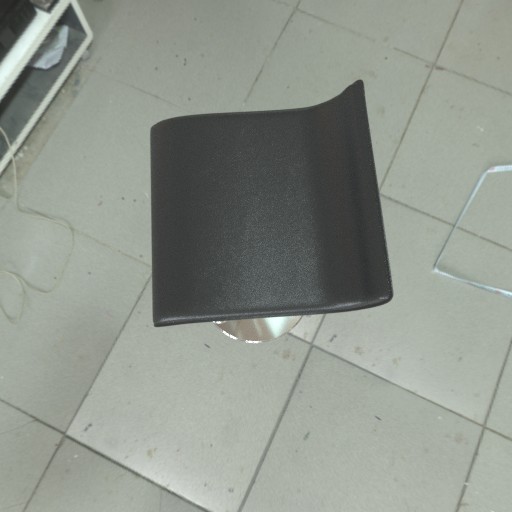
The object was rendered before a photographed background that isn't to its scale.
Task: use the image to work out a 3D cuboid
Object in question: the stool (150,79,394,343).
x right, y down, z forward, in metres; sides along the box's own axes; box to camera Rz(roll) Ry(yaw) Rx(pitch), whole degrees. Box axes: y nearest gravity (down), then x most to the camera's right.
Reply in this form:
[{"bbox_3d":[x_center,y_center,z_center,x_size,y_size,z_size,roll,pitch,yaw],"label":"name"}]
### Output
[{"bbox_3d":[0.000,0.000,1.097,0.381,0.851,0.381,-4,76,-1],"label":"stool"}]
